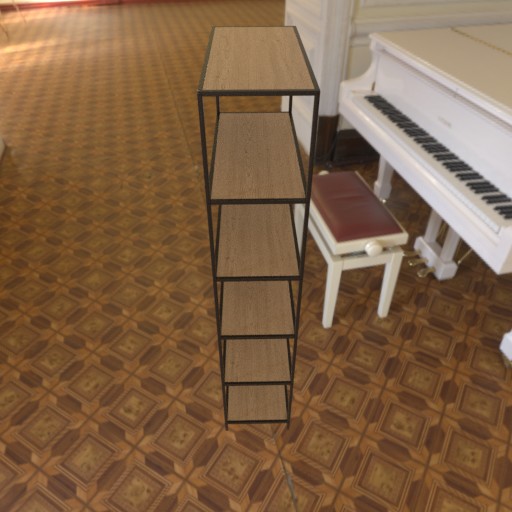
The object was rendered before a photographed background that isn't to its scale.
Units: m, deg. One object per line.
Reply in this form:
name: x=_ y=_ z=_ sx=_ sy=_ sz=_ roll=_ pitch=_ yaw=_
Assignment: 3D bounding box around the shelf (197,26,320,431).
shelf: x=0.000 y=0.000 z=2.140 sx=0.350 sy=1.850 sz=0.770 roll=-1 pitch=40 yaw=-1
